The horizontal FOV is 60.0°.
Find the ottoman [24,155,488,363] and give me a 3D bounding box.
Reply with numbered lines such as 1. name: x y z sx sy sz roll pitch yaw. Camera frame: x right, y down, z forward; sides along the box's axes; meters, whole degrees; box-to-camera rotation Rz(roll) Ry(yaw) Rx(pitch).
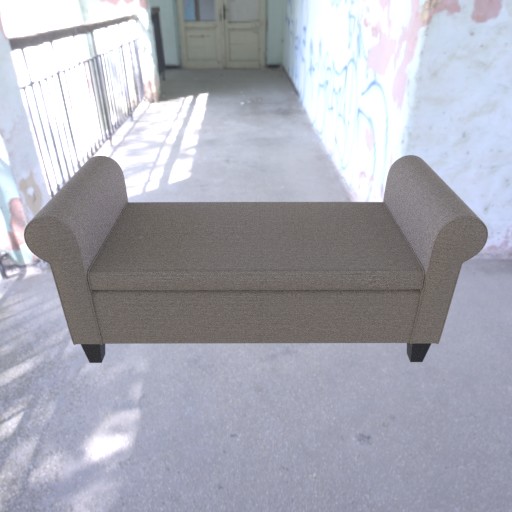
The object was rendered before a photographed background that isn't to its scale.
1. ottoman: 0.000 0.000 1.521 1.256 0.547 0.521 0 31 0
